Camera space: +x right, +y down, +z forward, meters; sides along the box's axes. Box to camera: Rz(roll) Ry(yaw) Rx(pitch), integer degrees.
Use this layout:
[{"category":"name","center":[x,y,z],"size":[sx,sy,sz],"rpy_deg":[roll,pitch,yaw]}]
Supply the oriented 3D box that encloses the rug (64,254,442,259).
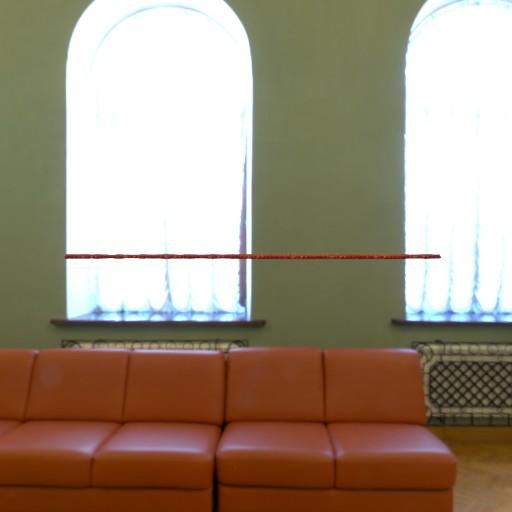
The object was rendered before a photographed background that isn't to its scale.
[{"category":"rug","center":[0.000,0.000,2.334],"size":[1.230,0.018,1.835],"rpy_deg":[0,0,0]}]
